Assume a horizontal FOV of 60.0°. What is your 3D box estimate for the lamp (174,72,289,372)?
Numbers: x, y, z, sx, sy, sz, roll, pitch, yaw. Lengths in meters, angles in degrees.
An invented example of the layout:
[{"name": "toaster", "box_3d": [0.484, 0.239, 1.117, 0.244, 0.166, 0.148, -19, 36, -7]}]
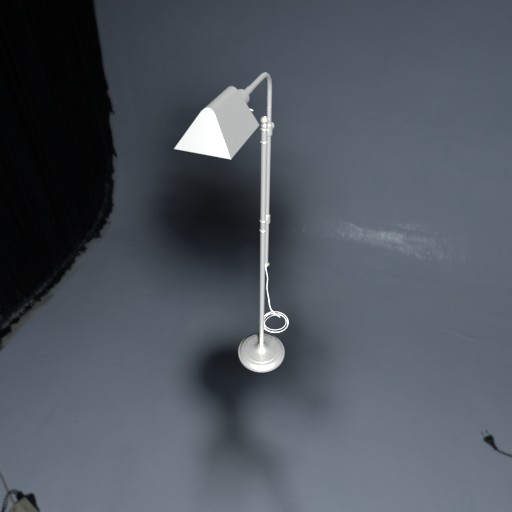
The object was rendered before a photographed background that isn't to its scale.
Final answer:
[{"name": "lamp", "box_3d": [0.000, 0.000, 1.889, 0.256, 1.571, 0.813, 14, 43, 15]}]
